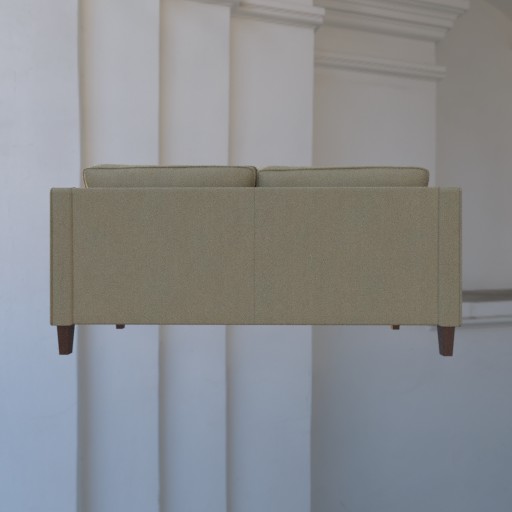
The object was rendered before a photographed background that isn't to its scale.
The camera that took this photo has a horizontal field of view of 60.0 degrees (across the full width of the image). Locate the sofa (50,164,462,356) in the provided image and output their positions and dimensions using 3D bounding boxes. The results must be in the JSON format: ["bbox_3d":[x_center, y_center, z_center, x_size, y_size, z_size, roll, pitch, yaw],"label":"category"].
[{"bbox_3d":[0.000,0.000,2.856,2.178,1.071,1.066,0,-1,1],"label":"sofa"}]
